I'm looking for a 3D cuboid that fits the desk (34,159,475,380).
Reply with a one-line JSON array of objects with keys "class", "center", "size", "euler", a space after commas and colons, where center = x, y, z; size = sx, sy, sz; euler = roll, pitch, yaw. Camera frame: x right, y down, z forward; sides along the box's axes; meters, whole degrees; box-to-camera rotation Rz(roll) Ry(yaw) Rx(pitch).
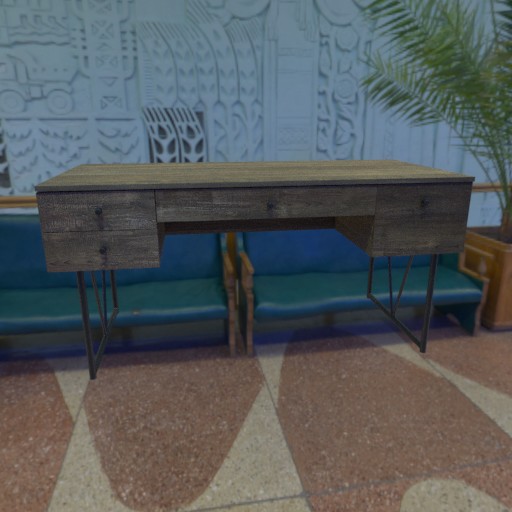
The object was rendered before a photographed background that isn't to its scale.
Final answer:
[{"class": "desk", "center": [0.000, 0.000, 2.033], "size": [1.600, 0.780, 0.730], "euler": [-3, 18, -8]}]
